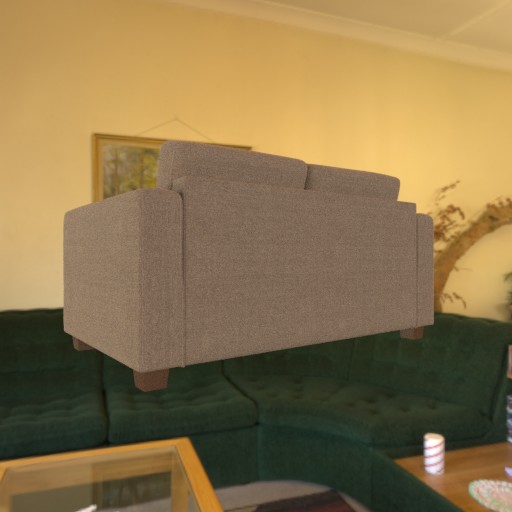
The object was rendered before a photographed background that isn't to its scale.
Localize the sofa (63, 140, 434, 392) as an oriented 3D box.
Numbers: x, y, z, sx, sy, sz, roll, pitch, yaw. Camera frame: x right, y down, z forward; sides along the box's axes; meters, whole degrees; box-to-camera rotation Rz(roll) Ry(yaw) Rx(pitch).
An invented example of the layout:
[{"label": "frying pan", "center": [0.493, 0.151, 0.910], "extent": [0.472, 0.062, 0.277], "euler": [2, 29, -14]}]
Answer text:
[{"label": "sofa", "center": [0.000, 0.000, 2.053], "extent": [1.520, 0.800, 0.900], "euler": [0, 0, -37]}]
